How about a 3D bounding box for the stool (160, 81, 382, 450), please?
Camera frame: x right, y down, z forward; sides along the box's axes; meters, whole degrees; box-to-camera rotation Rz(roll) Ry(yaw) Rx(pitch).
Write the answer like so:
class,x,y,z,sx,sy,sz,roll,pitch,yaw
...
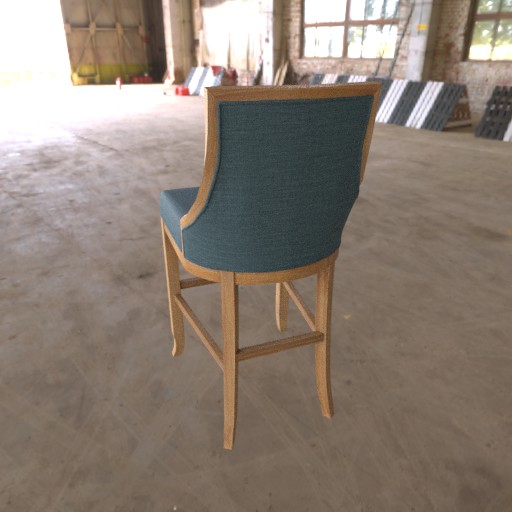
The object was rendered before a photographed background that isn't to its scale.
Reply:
class,x,y,z,sx,sy,sz,roll,pitch,yaw
stool,0.000,0.000,1.467,0.524,1.101,0.626,-9,27,-19
